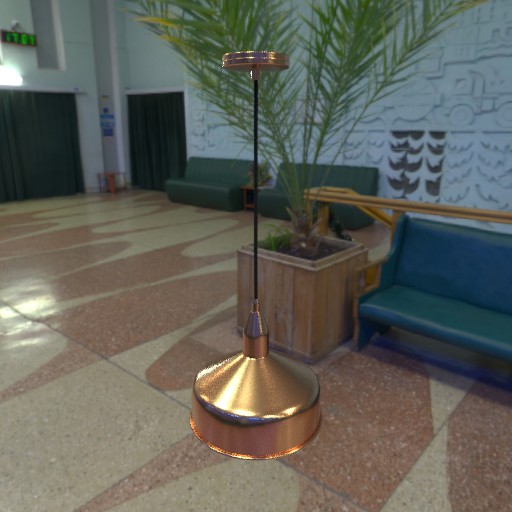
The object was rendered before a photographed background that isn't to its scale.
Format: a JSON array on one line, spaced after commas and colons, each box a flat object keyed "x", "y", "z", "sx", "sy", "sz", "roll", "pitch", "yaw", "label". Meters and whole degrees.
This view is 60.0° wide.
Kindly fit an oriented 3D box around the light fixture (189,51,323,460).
[{"x": 0.000, "y": 0.000, "z": 0.911, "sx": 0.301, "sy": 0.754, "sz": 0.301, "roll": 14, "pitch": 21, "yaw": 41, "label": "light fixture"}]
